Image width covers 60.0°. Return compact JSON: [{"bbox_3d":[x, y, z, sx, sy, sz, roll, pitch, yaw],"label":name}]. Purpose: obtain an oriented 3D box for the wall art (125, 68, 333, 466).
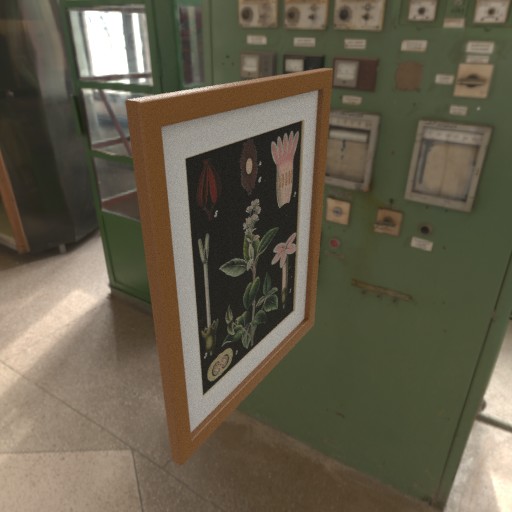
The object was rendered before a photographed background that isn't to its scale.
[{"bbox_3d":[0.000,0.000,0.741,0.021,0.550,0.449,18,32,30],"label":"wall art"}]
